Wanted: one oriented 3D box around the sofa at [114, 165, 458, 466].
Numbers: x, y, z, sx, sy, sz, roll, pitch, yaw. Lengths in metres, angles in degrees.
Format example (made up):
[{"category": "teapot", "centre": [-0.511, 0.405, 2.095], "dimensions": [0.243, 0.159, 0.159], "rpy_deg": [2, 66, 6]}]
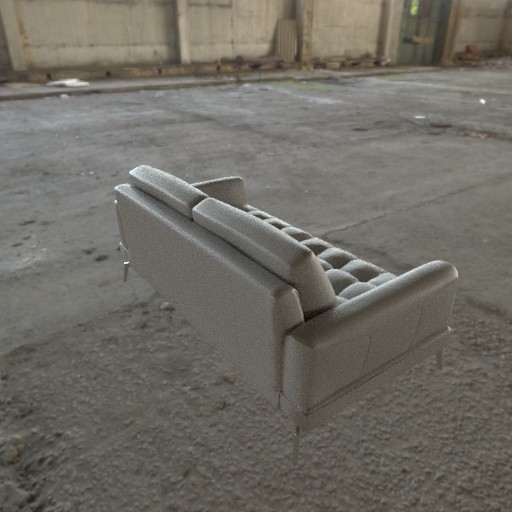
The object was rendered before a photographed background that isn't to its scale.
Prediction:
[{"category": "sofa", "centre": [0.000, 0.000, 2.799], "dimensions": [1.121, 0.930, 2.177], "rpy_deg": [-18, 31, -32]}]
